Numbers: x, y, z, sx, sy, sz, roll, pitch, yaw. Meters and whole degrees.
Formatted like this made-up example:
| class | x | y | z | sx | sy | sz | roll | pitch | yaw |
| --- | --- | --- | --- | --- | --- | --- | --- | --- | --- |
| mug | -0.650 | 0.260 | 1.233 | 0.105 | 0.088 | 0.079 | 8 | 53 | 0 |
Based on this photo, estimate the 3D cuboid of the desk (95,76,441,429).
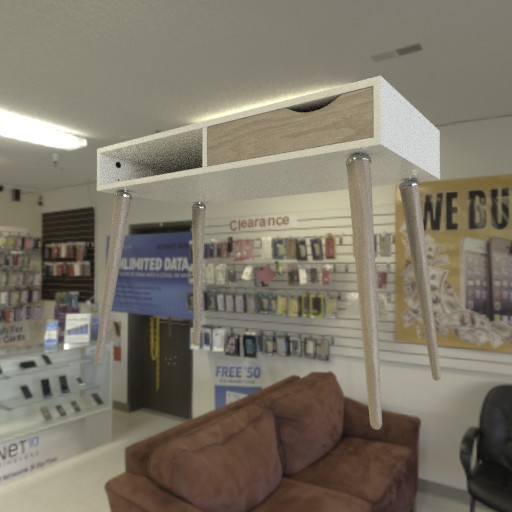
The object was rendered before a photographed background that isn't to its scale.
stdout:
| class | x | y | z | sx | sy | sz | roll | pitch | yaw |
| --- | --- | --- | --- | --- | --- | --- | --- | --- | --- |
| desk | 0.000 | 0.000 | 1.381 | 0.979 | 0.723 | 0.491 | -1 | -1 | 36 |
